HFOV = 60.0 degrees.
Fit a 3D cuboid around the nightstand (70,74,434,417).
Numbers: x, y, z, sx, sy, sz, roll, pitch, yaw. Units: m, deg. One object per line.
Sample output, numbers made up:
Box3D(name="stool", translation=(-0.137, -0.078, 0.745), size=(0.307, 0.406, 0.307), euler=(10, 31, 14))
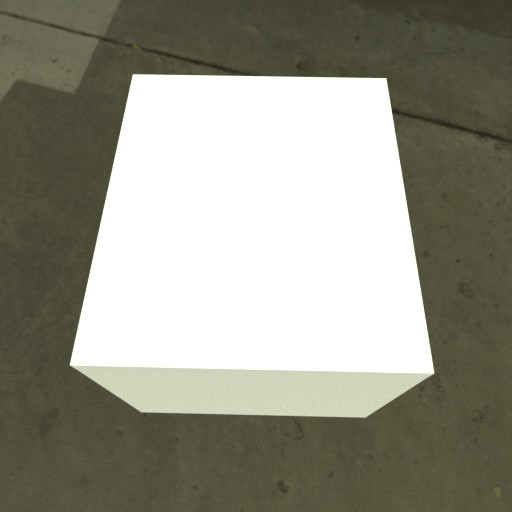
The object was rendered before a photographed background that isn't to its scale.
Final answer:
Box3D(name="nightstand", translation=(0.000, 0.000, 0.760), size=(0.408, 0.351, 0.470), euler=(1, 62, 1))
